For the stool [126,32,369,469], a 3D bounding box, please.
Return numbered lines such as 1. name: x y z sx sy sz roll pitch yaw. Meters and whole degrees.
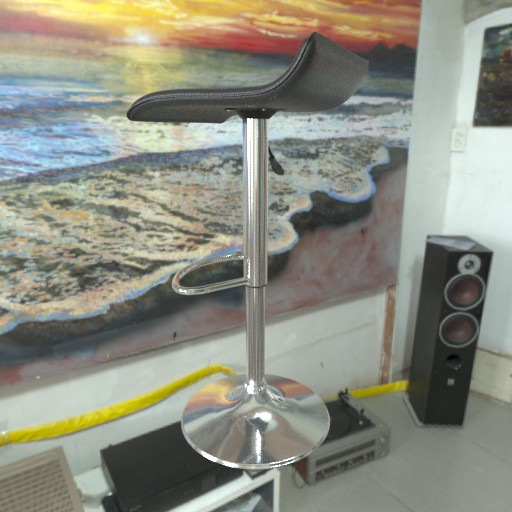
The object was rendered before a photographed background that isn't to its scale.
1. stool: 0.000 0.000 1.022 0.381 0.851 0.381 8 18 25
